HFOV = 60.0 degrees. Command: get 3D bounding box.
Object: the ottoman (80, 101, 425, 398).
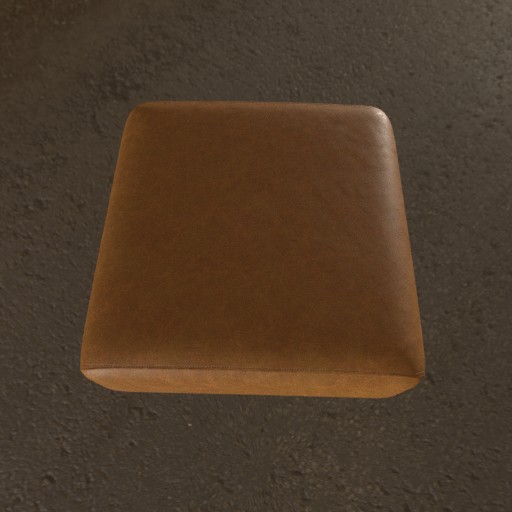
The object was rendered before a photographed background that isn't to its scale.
[{"bbox_3d":[0.000,0.000,1.065,0.650,0.399,0.650,1,65,1],"label":"ottoman"}]
